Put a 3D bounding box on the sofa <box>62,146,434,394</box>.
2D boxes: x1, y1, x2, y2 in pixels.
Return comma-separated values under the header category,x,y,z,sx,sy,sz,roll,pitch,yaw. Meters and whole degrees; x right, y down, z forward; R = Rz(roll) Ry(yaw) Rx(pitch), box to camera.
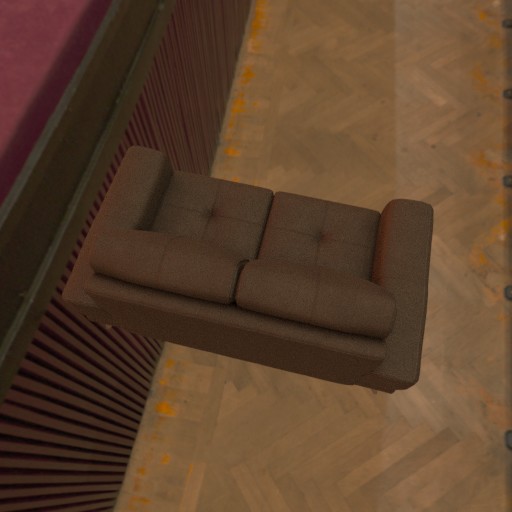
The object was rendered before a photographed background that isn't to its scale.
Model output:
category,x,y,z,sx,sy,sz,roll,pitch,yaw
sofa,0.000,0.000,2.386,1.806,0.907,1.018,12,64,6
